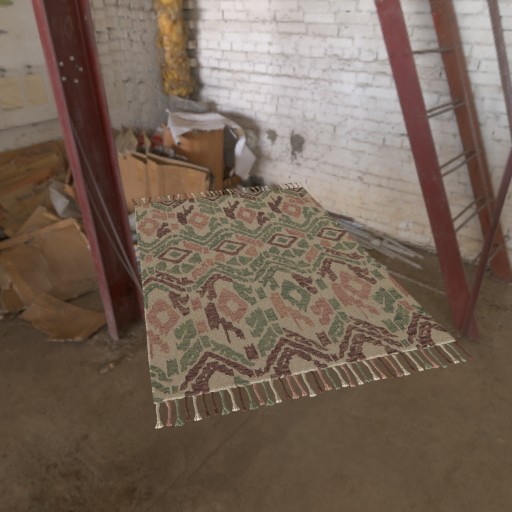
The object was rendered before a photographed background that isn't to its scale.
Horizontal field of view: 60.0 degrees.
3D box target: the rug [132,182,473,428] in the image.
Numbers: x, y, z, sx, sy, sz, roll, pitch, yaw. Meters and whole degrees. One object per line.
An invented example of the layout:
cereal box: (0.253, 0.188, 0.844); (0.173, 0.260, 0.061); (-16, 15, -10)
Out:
rug: (0.000, 0.000, 2.929); (1.524, 0.011, 2.438); (-8, 31, -13)
